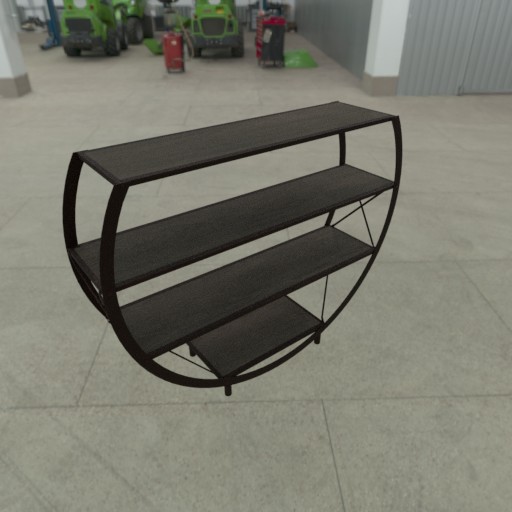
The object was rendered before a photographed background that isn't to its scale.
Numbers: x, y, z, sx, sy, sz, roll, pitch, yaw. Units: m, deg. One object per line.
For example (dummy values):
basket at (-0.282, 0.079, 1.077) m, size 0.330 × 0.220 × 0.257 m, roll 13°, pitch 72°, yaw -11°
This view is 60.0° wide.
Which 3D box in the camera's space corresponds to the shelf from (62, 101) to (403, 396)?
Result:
shelf at (0.000, 0.000, 1.893) m, size 1.403 × 1.063 × 0.344 m, roll -22°, pitch 38°, yaw -31°
